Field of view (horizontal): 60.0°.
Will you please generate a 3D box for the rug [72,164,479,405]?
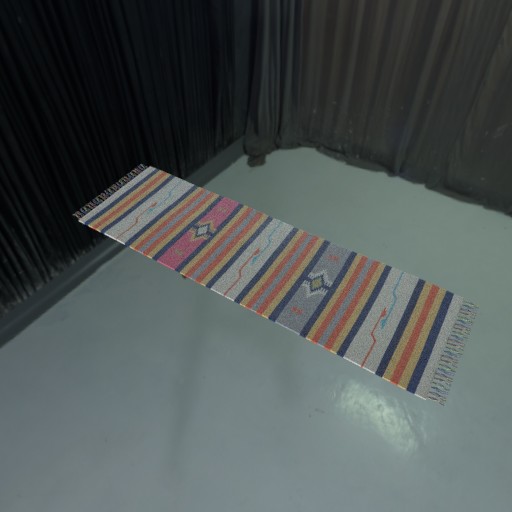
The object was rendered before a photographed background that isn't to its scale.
[{"bbox_3d":[0.000,0.000,2.663,2.455,0.017,0.695,25,52,21],"label":"rug"}]
